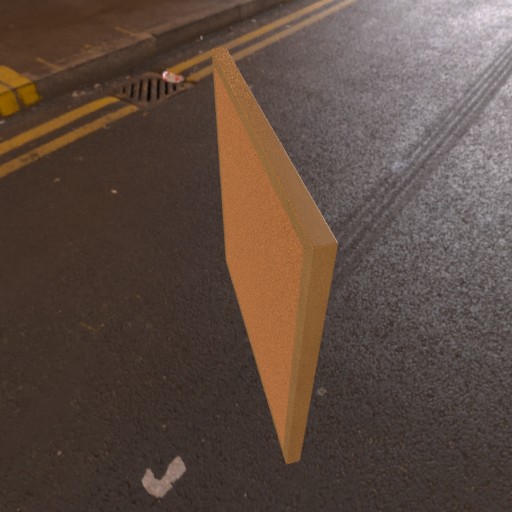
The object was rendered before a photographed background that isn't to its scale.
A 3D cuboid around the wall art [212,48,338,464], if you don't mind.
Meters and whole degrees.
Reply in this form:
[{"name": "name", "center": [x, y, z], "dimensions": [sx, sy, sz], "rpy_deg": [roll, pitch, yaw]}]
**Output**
[{"name": "wall art", "center": [0.000, 0.000, 1.135], "dimensions": [0.037, 0.763, 0.763], "rpy_deg": [-10, 45, -10]}]
